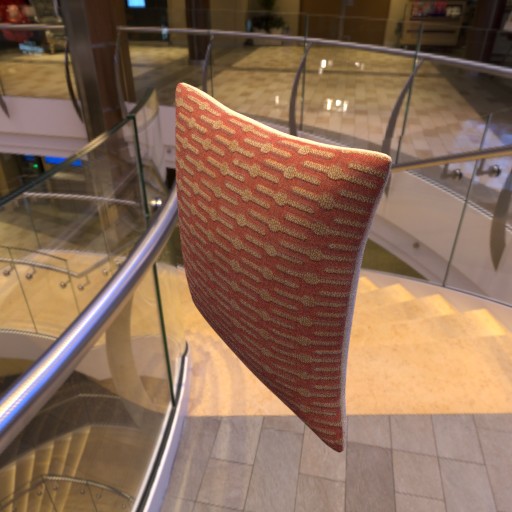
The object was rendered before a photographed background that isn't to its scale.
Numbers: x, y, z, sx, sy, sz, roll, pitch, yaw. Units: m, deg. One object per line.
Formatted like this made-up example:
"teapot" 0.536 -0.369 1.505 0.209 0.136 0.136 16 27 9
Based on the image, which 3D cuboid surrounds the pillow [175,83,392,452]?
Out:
"pillow" 0.000 0.000 0.780 0.182 0.503 0.511 -20 37 -29
